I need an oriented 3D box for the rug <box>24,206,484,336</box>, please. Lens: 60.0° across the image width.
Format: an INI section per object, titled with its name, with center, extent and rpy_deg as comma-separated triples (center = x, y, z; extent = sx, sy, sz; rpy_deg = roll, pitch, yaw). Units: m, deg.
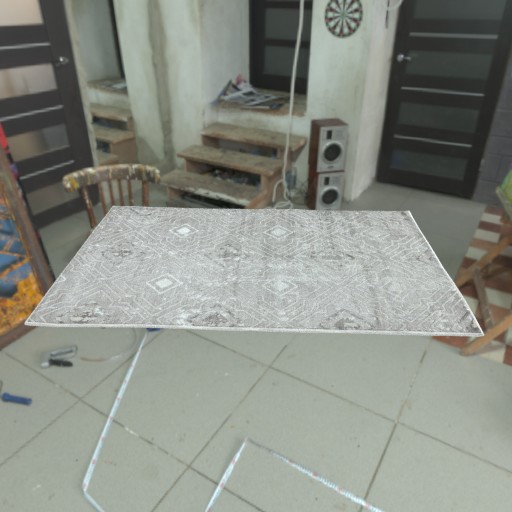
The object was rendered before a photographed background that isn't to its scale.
[rug]
center = 0.000, 0.000, 2.997
extent = 2.447, 0.036, 1.537
rpy_deg = 1, 31, 2
